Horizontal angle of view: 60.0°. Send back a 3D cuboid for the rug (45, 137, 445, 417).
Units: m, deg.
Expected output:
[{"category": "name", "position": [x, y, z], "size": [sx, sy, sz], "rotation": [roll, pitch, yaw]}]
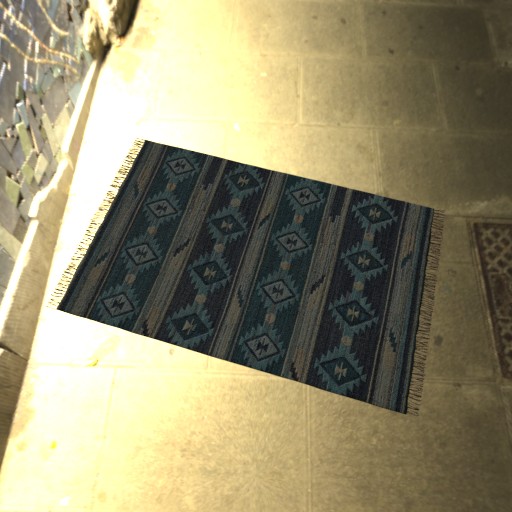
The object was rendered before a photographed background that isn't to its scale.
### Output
[{"category": "rug", "position": [0.000, 0.000, 2.417], "size": [1.936, 0.028, 1.181], "rotation": [15, 65, 7]}]
